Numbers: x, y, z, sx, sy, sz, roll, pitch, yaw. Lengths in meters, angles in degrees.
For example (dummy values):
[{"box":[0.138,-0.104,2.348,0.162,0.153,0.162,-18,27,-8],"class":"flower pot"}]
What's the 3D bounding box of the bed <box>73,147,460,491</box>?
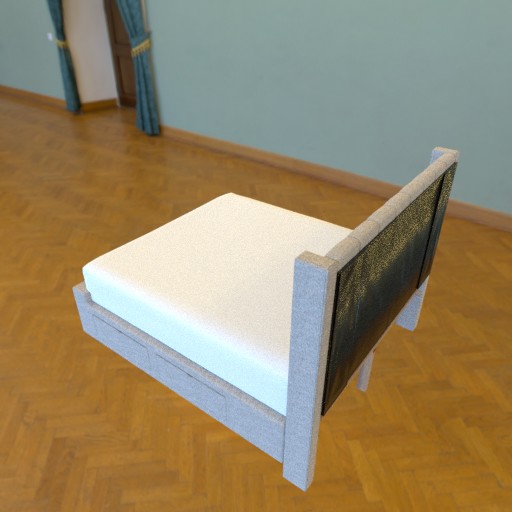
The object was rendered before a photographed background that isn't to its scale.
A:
[{"box":[0.000,0.000,3.705,2.372,1.748,2.044,22,38,31],"class":"bed"}]
